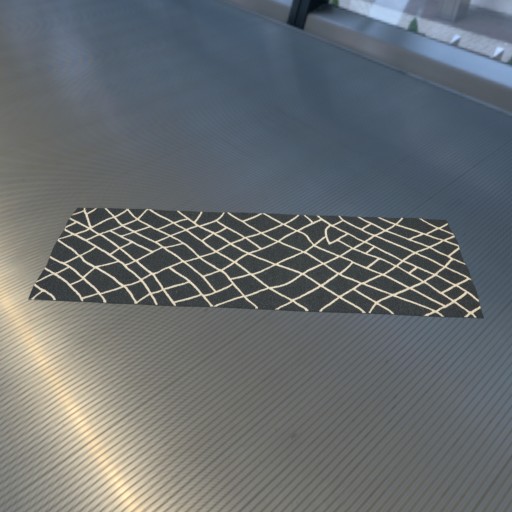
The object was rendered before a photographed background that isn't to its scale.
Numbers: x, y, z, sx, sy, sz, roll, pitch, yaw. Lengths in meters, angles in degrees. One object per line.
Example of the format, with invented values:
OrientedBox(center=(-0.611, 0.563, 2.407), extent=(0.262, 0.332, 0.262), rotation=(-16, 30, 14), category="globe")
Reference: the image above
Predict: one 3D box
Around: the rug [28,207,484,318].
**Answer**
OrientedBox(center=(0.000, 0.000, 2.652), extent=(2.476, 0.010, 0.807), rotation=(2, 45, 2), category="rug")
